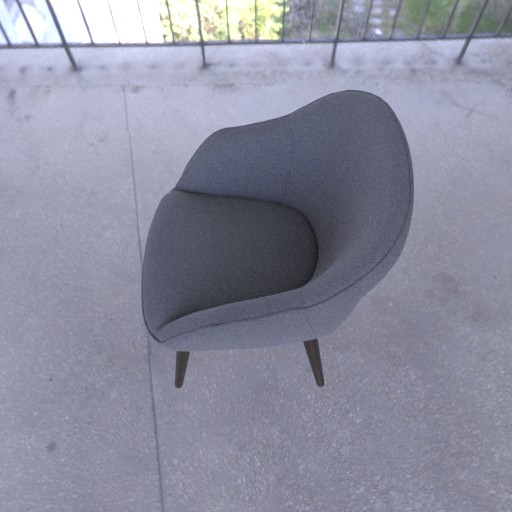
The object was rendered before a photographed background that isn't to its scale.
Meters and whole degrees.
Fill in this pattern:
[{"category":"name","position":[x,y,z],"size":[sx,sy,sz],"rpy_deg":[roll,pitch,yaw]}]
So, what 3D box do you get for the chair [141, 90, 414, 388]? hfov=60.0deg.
[{"category":"chair","position":[0.000,0.000,1.210],"size":[0.611,0.810,0.589],"rpy_deg":[0,58,0]}]
